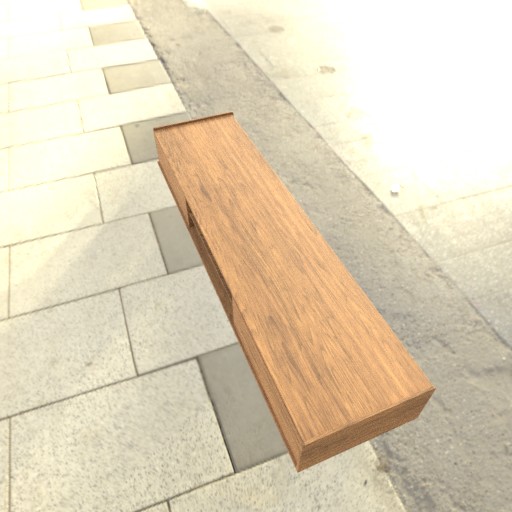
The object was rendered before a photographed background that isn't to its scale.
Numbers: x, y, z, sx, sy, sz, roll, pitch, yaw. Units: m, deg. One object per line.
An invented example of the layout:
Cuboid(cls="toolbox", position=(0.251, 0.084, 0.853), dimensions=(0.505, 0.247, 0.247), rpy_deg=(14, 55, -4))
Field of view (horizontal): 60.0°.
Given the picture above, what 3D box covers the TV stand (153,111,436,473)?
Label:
Cuboid(cls="TV stand", position=(0.000, 0.000, 2.010), dimensions=(0.467, 0.415, 1.796), rpy_deg=(-17, 49, -15))
